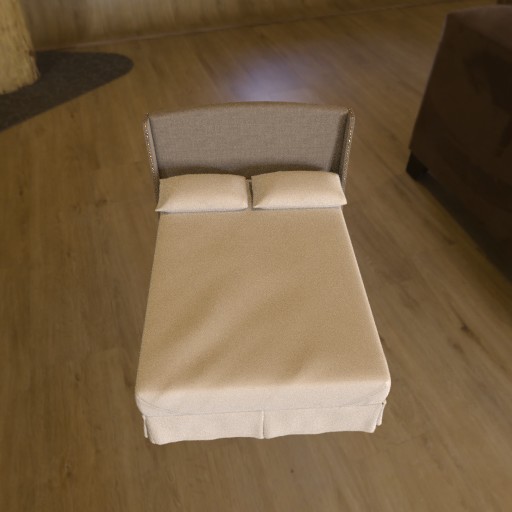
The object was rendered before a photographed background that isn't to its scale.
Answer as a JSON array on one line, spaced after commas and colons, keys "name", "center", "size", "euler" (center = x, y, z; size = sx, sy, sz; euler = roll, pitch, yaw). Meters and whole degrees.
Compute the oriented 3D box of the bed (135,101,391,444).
[{"name": "bed", "center": [0.000, 0.000, 3.356], "size": [1.710, 1.407, 2.237], "euler": [-2, 46, -2]}]
